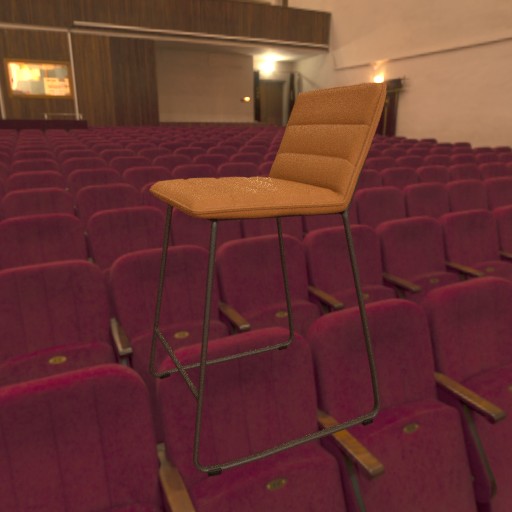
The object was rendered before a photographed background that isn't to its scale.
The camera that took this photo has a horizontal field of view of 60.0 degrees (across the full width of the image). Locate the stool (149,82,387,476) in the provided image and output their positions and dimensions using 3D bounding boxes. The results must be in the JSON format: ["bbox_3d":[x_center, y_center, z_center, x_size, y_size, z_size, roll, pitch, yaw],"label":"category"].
[{"bbox_3d":[0.000,0.000,1.186,0.524,0.866,0.489,-8,18,-25],"label":"stool"}]
